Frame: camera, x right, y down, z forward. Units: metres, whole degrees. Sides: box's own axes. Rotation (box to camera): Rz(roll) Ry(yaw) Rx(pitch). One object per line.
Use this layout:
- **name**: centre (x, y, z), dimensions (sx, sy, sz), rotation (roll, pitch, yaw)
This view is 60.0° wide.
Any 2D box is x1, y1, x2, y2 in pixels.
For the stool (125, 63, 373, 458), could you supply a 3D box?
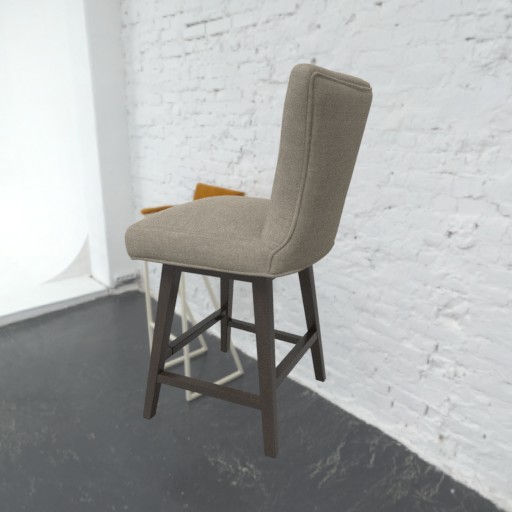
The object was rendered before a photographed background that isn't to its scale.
- **stool**: centre (0.000, 0.000, 1.331), dimensions (0.574, 1.000, 0.514), rotation (8, 19, 26)
